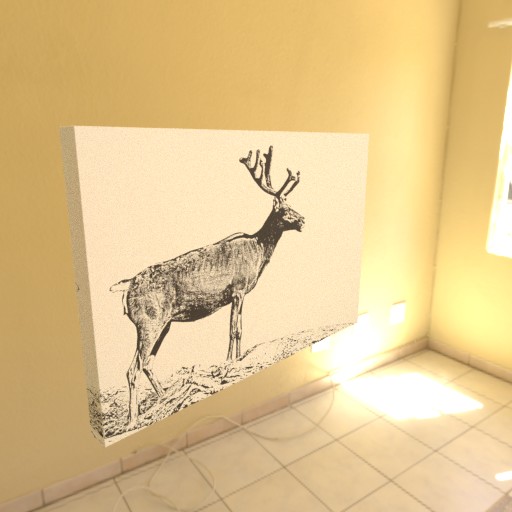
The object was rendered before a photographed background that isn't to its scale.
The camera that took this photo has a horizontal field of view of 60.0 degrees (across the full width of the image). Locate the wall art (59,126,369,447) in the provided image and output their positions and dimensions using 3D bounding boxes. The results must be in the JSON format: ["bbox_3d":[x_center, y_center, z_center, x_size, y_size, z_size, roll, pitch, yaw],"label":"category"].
[{"bbox_3d":[0.000,0.000,0.763,0.608,0.414,0.042,-14,20,-43],"label":"wall art"}]
